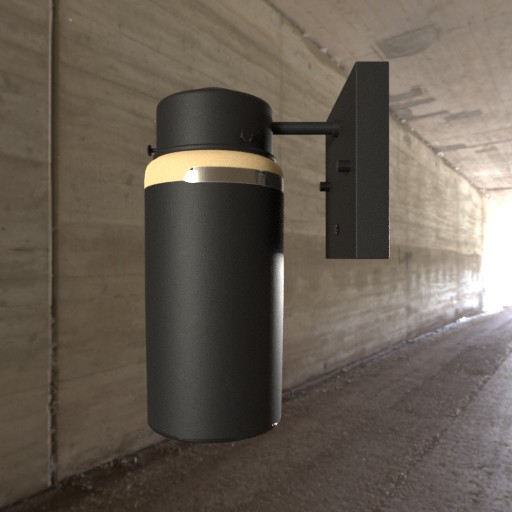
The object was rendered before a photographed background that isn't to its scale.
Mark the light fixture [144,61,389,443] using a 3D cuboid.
[{"bbox_3d":[0.000,0.000,0.355,0.176,0.257,0.130,0,0,0],"label":"light fixture"}]
